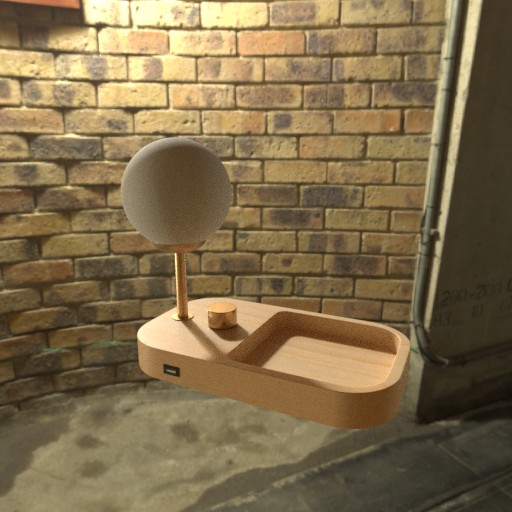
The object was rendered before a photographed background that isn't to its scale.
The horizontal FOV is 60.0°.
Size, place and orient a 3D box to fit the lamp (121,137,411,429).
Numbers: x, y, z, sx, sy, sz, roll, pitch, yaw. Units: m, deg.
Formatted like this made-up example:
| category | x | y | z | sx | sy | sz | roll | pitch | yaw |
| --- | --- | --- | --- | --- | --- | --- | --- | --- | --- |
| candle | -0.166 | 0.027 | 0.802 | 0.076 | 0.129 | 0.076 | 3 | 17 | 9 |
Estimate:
| category | x | y | z | sx | sy | sz | roll | pitch | yaw |
| --- | --- | --- | --- | --- | --- | --- | --- | --- | --- |
| lamp | 0.000 | 0.000 | 0.486 | 0.331 | 0.253 | 0.173 | 7 | 16 | 25 |
